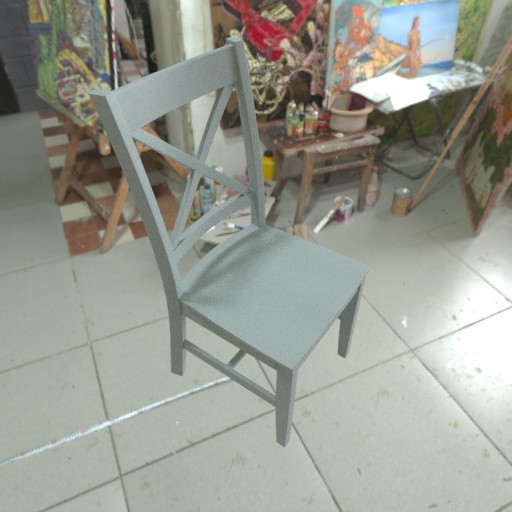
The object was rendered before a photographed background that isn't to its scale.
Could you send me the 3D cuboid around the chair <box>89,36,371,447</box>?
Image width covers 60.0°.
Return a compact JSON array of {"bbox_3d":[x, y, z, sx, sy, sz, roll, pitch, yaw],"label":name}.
[{"bbox_3d":[0.000,0.000,1.270,0.542,0.983,0.485,25,48,26],"label":"chair"}]
